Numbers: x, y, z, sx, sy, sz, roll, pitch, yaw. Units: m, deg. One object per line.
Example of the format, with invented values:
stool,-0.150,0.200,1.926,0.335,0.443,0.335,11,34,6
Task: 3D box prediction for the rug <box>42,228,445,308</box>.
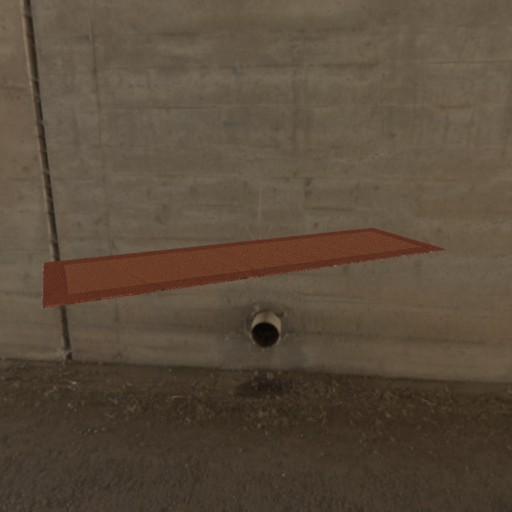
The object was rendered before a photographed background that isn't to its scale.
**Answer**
rug,0.000,0.000,2.777,2.471,0.013,0.914,-8,18,-27
